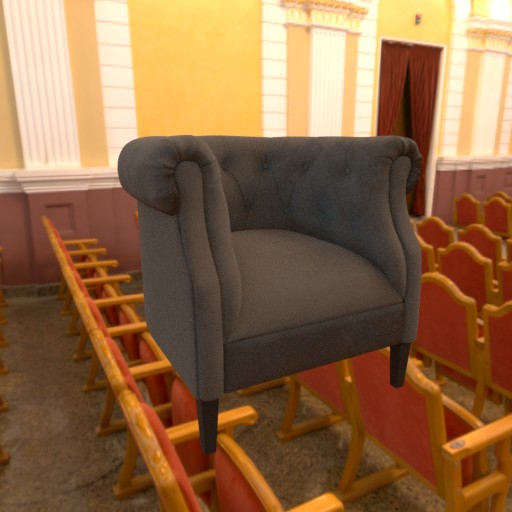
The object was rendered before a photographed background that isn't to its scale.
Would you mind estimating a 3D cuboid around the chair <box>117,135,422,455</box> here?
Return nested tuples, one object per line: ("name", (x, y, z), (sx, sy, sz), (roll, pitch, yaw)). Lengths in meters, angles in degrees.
("chair", (0.000, 0.000, 1.566), (0.904, 0.826, 0.851), (-8, 17, -27))
